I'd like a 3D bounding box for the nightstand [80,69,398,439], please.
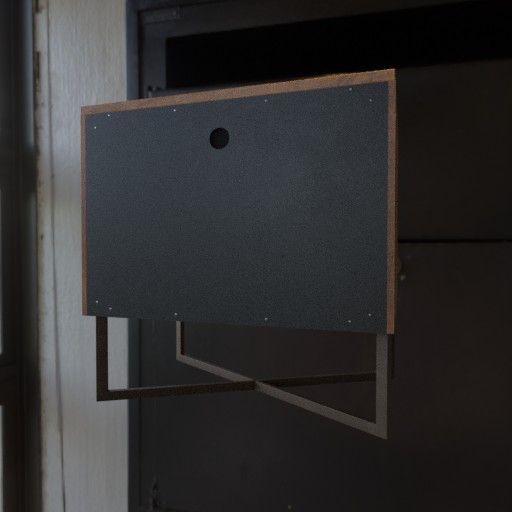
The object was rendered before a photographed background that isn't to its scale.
[{"bbox_3d":[0.000,0.000,1.016,0.613,0.615,0.427,0,1,18],"label":"nightstand"}]
